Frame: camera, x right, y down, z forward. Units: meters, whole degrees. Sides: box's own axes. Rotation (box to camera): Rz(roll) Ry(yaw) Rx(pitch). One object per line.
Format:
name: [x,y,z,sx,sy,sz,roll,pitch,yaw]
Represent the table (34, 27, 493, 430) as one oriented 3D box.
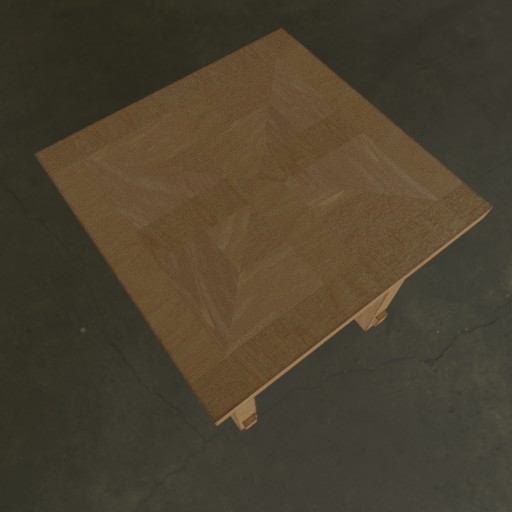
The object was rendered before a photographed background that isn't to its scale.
table: [0.000,0.000,1.111,0.610,0.638,0.612,-34,68,-16]
